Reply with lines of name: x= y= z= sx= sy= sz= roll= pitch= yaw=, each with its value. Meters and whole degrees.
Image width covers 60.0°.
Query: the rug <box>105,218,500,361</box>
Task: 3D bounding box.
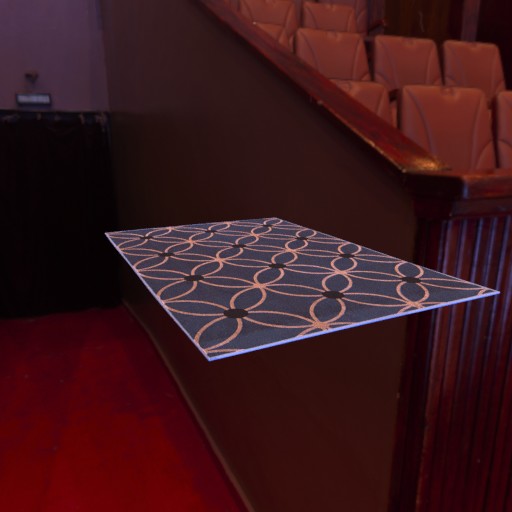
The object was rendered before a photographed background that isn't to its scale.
rug: x=0.000 y=0.000 z=2.815 sx=1.522 sy=0.008 sz=2.284 roll=-7 pitch=17 yaw=-26
